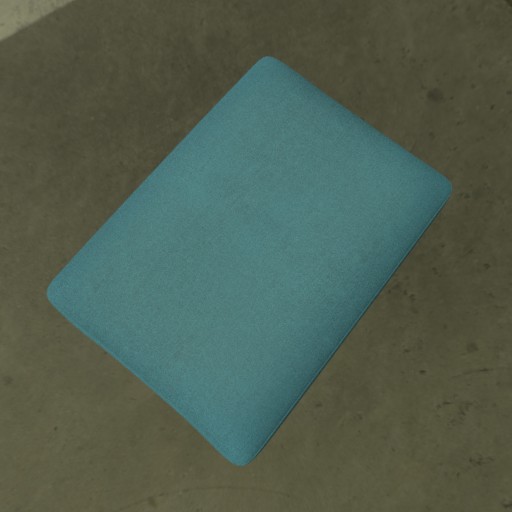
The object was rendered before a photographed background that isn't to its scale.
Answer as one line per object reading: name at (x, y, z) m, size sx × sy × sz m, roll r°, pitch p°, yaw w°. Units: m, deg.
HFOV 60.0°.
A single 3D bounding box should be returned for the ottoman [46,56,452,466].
ottoman at (0.000, 0.000, 1.073) m, size 0.549 × 0.428 × 0.749 m, roll 38°, pitch 79°, yaw 9°
